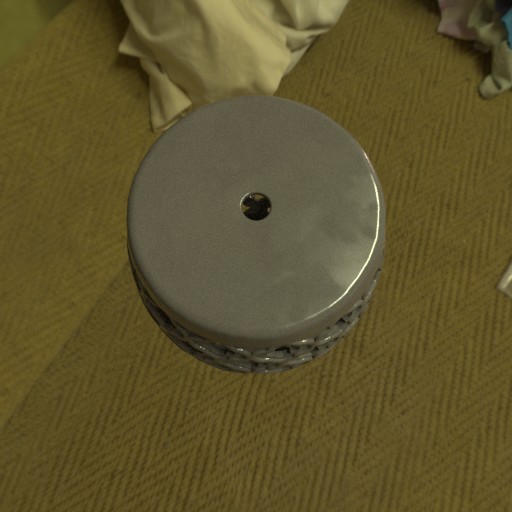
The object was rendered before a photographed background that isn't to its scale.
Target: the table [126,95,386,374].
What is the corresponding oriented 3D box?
[{"bbox_3d":[0.000,0.000,0.628,0.325,0.388,0.325,0,75,0],"label":"table"}]
